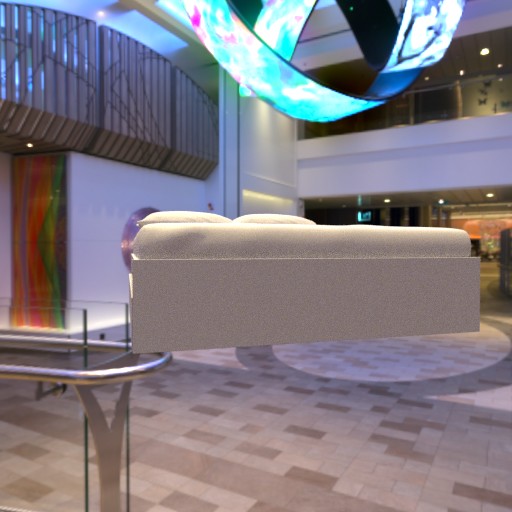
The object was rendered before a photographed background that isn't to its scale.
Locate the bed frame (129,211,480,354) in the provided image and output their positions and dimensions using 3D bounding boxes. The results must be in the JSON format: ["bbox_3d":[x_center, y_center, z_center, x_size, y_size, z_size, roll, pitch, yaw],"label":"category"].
[{"bbox_3d":[0.000,0.000,2.642,1.450,0.629,1.950,0,1,-16],"label":"bed frame"}]
